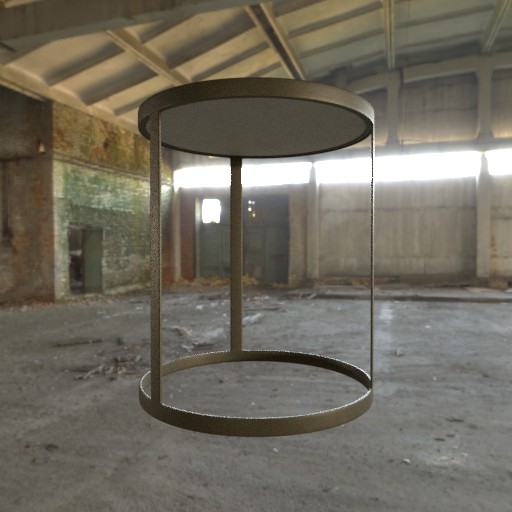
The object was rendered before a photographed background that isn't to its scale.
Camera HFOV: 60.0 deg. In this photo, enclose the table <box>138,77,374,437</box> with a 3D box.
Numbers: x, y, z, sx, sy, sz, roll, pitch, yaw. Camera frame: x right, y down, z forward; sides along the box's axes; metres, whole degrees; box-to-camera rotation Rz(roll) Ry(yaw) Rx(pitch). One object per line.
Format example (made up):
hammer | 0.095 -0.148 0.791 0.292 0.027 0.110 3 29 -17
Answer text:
table | 0.000 0.000 0.935 0.480 0.565 0.480 0 1 0
